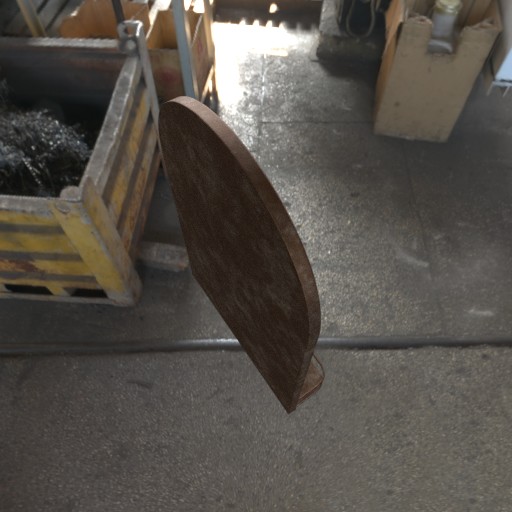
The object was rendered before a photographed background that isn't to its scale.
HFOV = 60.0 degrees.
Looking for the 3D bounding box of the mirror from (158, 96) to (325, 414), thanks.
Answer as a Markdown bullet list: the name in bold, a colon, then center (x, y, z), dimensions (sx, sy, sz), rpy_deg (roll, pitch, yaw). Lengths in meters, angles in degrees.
- **mirror**: center (0.000, 0.000, 0.963), dimensions (0.137, 0.770, 0.510), rpy_deg (-30, 63, -17)
